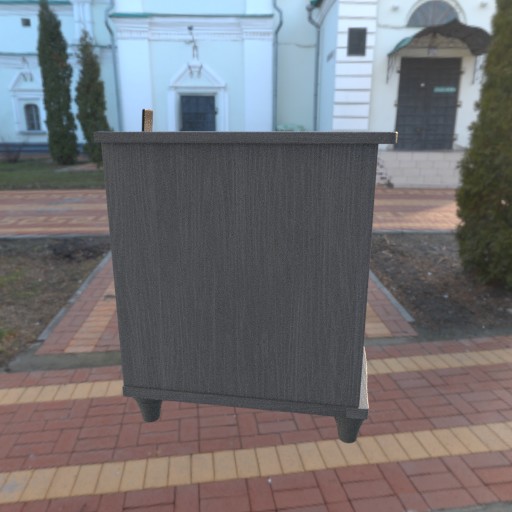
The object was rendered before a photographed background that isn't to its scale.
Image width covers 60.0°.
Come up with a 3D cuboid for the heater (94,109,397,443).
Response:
[{"bbox_3d":[0.000,0.000,0.760,0.400,0.481,0.362,2,16,9],"label":"heater"}]
